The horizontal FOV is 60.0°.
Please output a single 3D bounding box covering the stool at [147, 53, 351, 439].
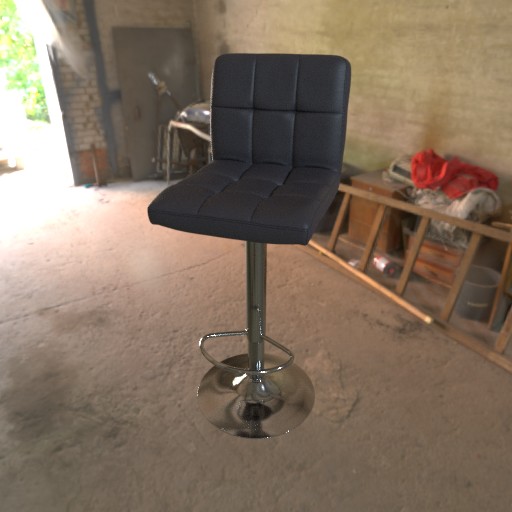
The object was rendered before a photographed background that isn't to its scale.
[{"bbox_3d":[0.000,0.000,1.361,0.430,1.115,0.505,9,28,16],"label":"stool"}]
